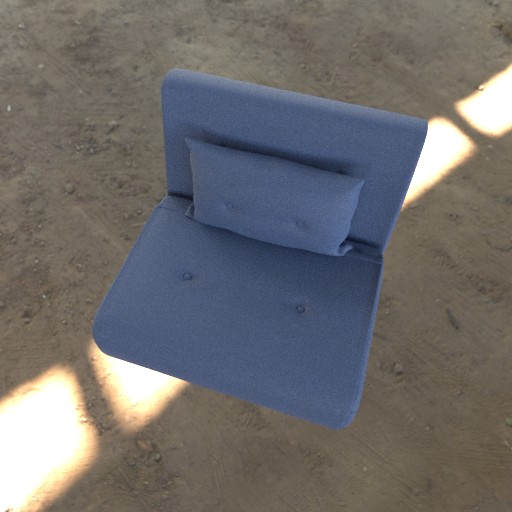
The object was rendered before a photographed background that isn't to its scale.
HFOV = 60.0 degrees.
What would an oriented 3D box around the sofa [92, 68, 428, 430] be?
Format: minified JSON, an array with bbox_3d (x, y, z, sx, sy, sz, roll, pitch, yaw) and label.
[{"bbox_3d":[0.000,0.000,1.734,0.999,0.860,0.996,15,60,9],"label":"sofa"}]
